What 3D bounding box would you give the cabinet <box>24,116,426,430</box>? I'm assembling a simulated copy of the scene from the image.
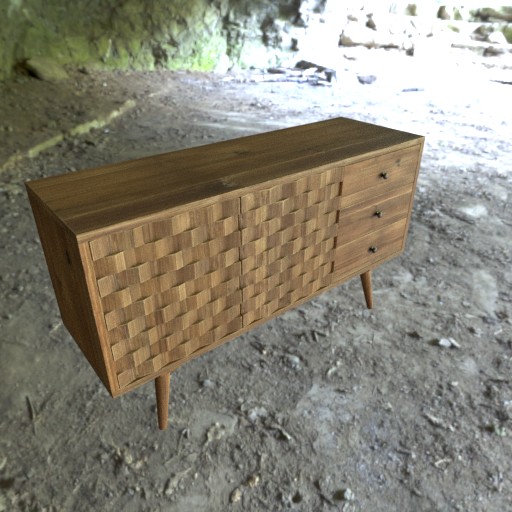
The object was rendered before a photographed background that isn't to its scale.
[{"bbox_3d":[0.000,0.000,1.744,1.400,0.800,0.472,-22,36,-33],"label":"cabinet"}]
